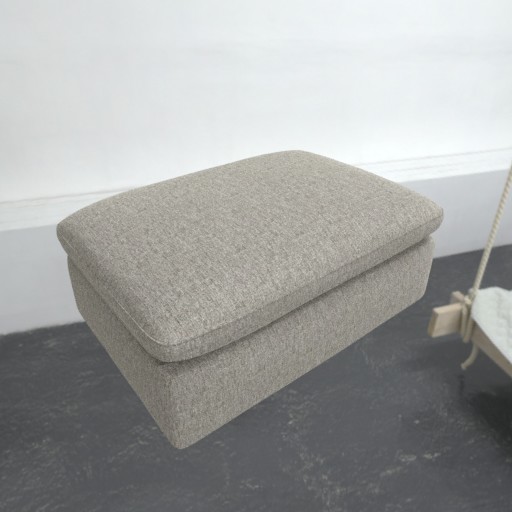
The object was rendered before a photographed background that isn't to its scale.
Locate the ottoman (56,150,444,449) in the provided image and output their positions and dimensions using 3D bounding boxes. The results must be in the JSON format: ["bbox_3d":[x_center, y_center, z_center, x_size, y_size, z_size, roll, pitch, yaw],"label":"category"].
[{"bbox_3d":[0.000,0.000,1.363,0.977,0.451,0.694,-23,39,-31],"label":"ottoman"}]
